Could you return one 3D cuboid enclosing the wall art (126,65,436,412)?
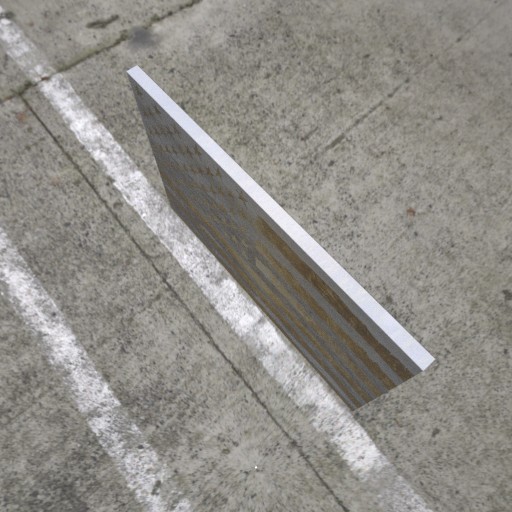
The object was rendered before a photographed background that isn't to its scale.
[{"bbox_3d":[0.000,0.000,1.473,0.041,0.762,1.145,-37,70,-16],"label":"wall art"}]
